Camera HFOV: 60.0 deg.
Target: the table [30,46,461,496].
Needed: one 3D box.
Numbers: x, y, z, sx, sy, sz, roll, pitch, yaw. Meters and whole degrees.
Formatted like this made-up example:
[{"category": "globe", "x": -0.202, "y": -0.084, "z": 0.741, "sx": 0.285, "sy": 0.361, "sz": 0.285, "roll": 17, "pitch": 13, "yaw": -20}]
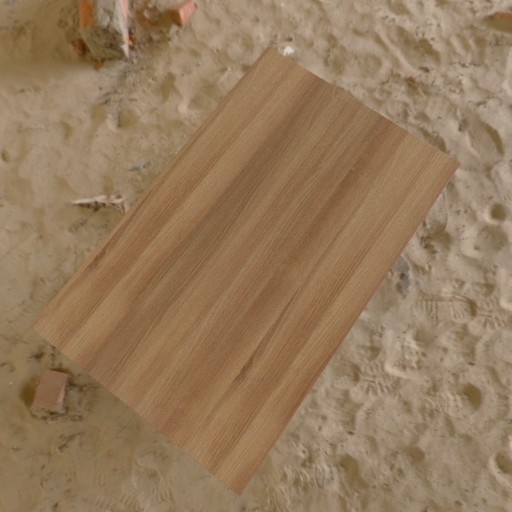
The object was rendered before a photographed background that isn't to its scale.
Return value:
[{"category": "table", "x": 0.000, "y": 0.000, "z": 1.408, "sx": 0.700, "sy": 0.330, "sz": 1.100, "roll": 35, "pitch": 78, "yaw": 9}]
